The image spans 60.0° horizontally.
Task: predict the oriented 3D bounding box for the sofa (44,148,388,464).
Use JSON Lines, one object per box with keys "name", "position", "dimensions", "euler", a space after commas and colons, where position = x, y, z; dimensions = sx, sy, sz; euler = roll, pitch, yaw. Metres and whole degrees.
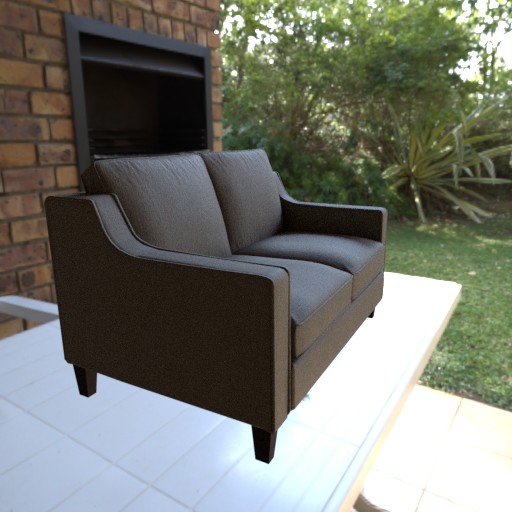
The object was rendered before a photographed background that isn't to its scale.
{"name": "sofa", "position": [0.000, 0.000, 2.135], "dimensions": [0.985, 0.981, 1.503], "euler": [8, 17, 27]}
